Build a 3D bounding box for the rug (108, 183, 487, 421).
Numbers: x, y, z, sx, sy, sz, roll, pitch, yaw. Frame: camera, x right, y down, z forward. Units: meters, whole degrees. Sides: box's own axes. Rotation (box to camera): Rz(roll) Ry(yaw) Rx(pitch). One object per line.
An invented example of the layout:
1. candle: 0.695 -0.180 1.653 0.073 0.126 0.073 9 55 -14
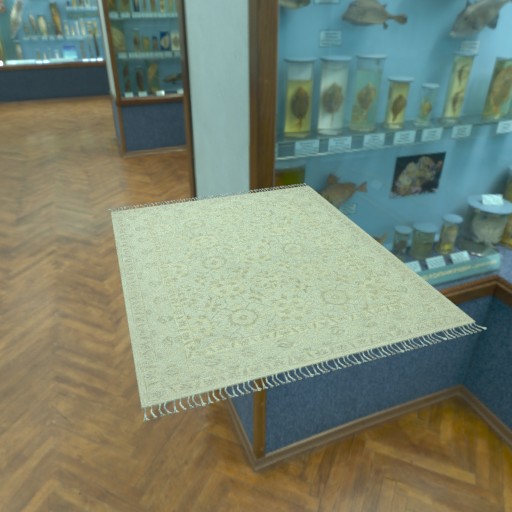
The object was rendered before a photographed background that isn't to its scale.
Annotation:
1. rug: 0.000 0.000 4.041 2.444 0.013 3.043 -10 32 -17
